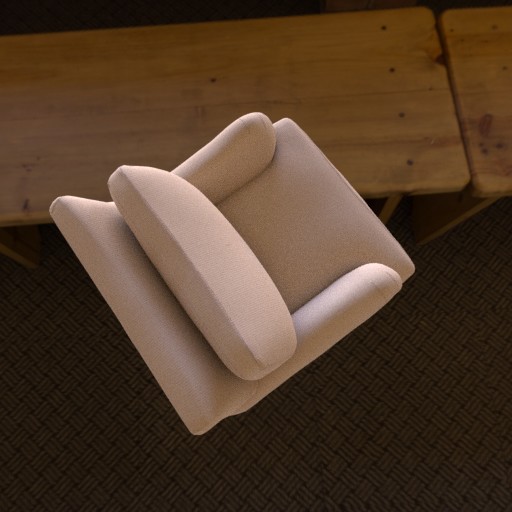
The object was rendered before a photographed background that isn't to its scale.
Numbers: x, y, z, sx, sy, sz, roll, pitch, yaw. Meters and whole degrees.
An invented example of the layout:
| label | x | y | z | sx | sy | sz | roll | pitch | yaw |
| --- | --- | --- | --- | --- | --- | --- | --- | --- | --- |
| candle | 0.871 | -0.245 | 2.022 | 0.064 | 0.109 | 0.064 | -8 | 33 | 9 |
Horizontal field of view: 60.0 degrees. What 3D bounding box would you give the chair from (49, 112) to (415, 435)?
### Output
| label | x | y | z | sx | sy | sz | roll | pitch | yaw |
| --- | --- | --- | --- | --- | --- | --- | --- | --- | --- |
| chair | 0.000 | 0.000 | 1.878 | 1.070 | 1.038 | 0.955 | -35 | 78 | -9 |
